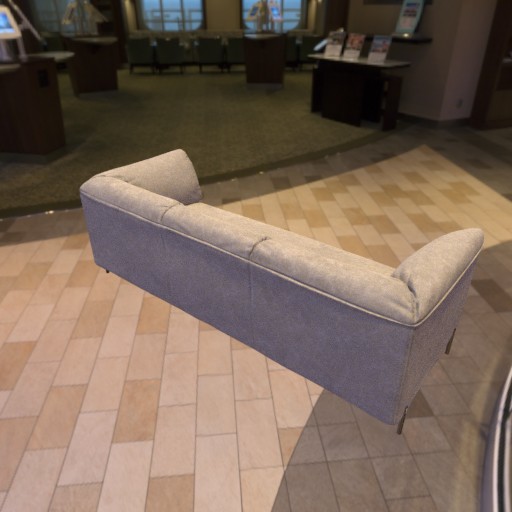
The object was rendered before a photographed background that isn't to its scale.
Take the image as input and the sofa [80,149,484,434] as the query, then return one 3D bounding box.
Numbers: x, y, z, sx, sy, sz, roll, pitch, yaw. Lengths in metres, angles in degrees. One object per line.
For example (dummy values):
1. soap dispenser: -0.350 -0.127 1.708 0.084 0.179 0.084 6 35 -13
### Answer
1. sofa: 0.000 0.000 2.647 2.238 0.758 0.899 22 36 33
